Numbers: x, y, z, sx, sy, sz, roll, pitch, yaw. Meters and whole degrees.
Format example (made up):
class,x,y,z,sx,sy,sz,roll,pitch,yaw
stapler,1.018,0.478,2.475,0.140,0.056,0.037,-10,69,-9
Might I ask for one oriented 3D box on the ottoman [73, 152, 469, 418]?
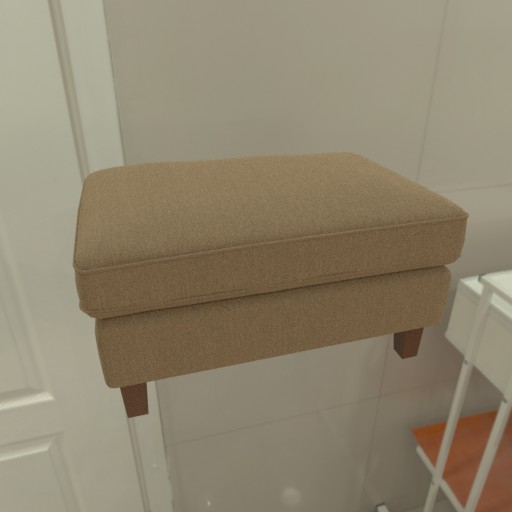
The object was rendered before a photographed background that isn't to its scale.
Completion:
class,x,y,z,sx,sy,sz,roll,pitch,yaw
ottoman,0.000,0.000,1.307,0.945,0.521,0.636,-8,28,-15
